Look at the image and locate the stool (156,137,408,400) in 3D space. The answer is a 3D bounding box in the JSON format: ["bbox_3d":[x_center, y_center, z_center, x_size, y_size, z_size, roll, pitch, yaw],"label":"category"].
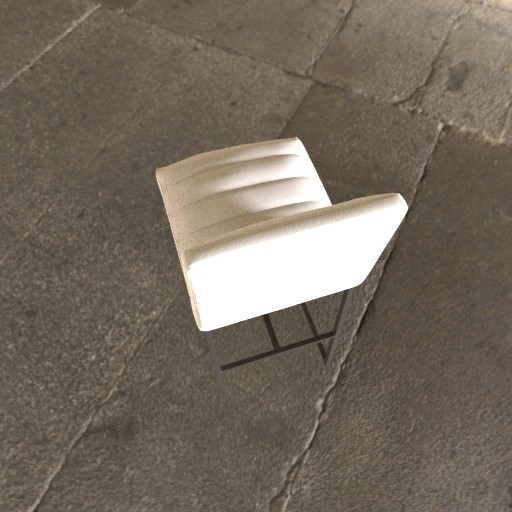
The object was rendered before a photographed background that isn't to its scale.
[{"bbox_3d":[0.000,0.000,1.393,0.464,1.061,0.573,-16,61,-9],"label":"stool"}]
